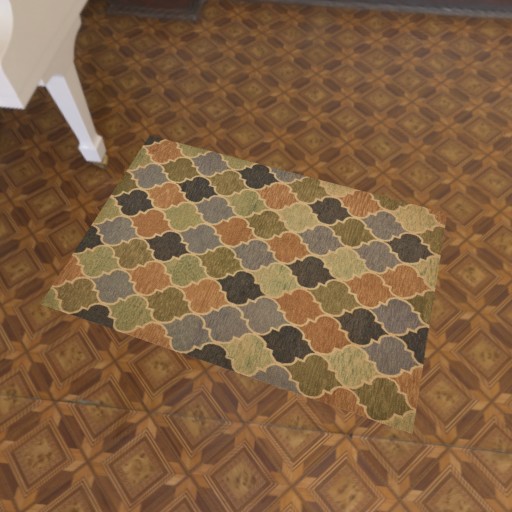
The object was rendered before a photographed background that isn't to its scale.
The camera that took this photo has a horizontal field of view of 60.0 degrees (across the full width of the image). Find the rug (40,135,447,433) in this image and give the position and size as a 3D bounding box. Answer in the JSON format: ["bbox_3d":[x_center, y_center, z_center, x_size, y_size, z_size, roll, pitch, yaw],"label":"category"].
[{"bbox_3d":[0.000,0.000,2.907,2.284,0.006,1.521,17,61,10],"label":"rug"}]
